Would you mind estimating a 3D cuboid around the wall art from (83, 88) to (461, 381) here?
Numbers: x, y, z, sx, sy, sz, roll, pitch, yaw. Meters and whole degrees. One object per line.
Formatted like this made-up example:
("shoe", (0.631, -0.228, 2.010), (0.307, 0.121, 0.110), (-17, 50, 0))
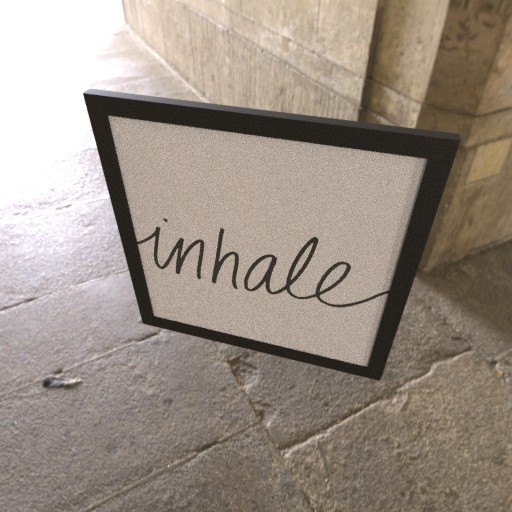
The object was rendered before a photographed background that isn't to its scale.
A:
("wall art", (0.000, 0.000, 0.526), (0.356, 0.356, 0.013), (11, 43, 12))
